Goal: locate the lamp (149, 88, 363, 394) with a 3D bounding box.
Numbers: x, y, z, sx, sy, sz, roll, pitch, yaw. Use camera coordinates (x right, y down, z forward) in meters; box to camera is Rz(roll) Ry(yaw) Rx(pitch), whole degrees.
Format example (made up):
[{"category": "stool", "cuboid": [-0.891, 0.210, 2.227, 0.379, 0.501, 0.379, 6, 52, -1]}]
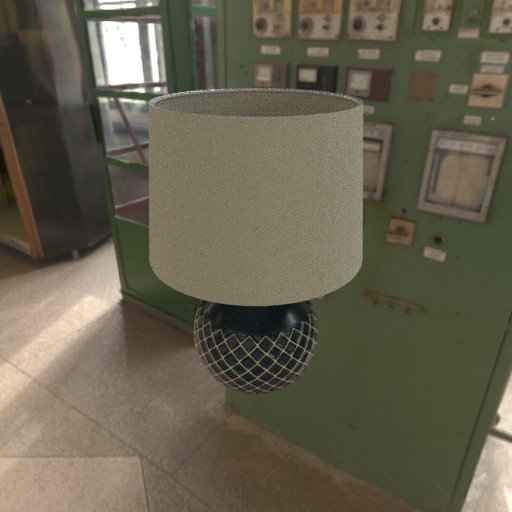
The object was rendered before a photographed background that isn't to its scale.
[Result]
[{"category": "lamp", "cuboid": [0.000, 0.000, 0.805, 0.376, 0.540, 0.376, 0, 27, 0]}]
